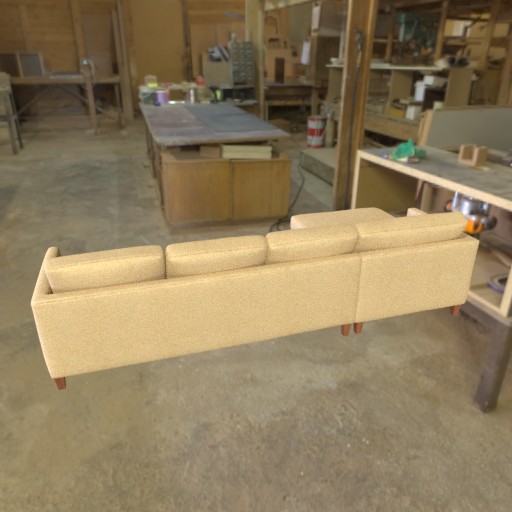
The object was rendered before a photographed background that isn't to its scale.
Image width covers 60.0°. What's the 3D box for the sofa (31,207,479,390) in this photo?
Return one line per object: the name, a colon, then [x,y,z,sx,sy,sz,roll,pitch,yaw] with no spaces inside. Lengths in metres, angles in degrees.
sofa: [0.000,0.000,3.716,3.201,0.876,1.502,-7,26,-15]
